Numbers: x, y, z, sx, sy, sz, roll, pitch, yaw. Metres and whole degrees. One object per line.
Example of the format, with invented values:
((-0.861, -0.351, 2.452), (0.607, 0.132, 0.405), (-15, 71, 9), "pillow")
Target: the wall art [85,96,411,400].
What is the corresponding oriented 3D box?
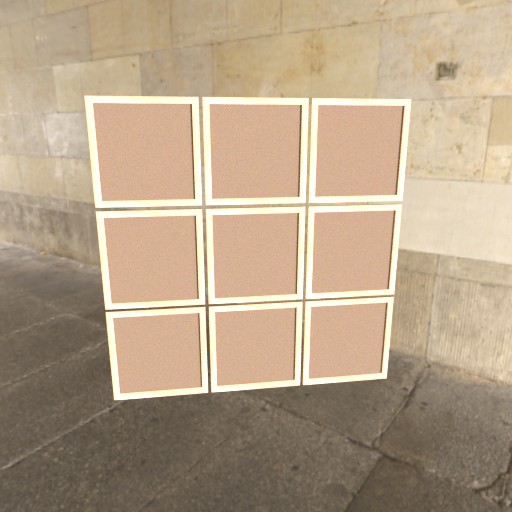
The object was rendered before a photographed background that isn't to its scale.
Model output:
((0.000, 0.000, 1.806), (1.216, 1.218, 0.013), (-2, 16, -8), "wall art")
